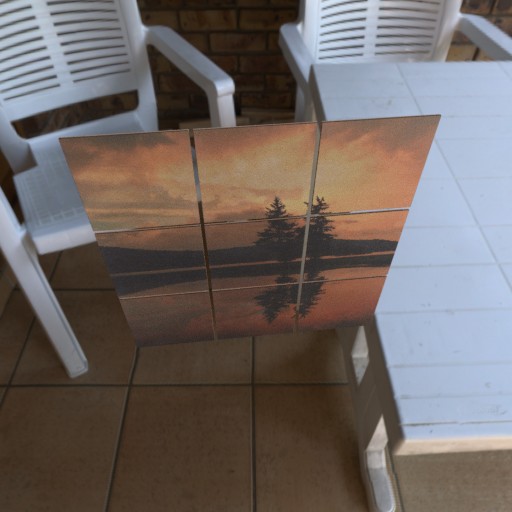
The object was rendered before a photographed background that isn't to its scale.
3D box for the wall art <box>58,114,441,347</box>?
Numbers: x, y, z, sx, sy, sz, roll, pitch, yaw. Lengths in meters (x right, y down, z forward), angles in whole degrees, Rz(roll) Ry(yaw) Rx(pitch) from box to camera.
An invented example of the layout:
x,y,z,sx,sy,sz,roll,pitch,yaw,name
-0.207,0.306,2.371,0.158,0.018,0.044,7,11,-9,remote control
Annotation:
x,y,z,sx,sy,sz,roll,pitch,yaw,name
0.000,0.000,2.315,1.520,1.525,0.013,-5,48,-4,wall art
